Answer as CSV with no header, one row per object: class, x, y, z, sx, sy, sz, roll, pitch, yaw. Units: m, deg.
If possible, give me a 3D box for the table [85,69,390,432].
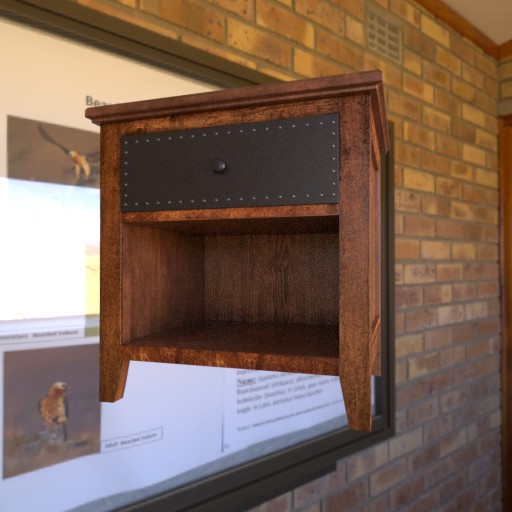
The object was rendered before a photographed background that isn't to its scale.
table,0.000,0.000,1.022,0.586,0.597,0.461,0,-1,18
